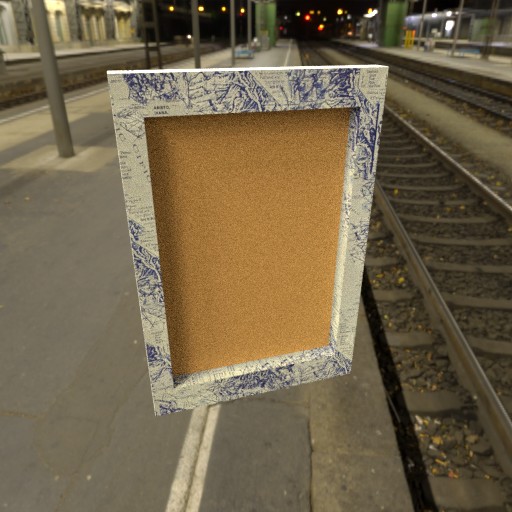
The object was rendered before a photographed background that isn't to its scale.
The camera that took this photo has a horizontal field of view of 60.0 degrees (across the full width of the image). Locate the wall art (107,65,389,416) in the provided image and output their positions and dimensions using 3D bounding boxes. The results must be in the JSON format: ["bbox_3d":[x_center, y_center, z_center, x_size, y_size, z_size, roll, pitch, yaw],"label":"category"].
[{"bbox_3d":[0.000,0.000,0.481,0.255,0.376,0.025,-8,28,-15],"label":"wall art"}]
